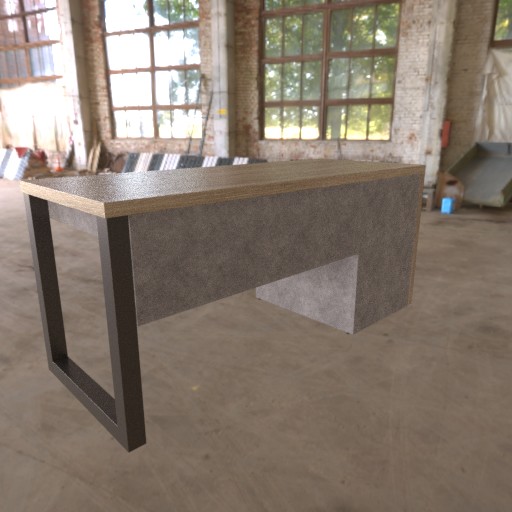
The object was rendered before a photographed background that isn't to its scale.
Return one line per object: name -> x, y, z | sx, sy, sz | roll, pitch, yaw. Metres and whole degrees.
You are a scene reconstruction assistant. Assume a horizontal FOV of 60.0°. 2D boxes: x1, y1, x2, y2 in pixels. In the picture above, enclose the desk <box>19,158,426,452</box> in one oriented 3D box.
desk -> 0.000, 0.000, 2.012 | 1.700, 0.760, 0.690 | -15, 22, -41
